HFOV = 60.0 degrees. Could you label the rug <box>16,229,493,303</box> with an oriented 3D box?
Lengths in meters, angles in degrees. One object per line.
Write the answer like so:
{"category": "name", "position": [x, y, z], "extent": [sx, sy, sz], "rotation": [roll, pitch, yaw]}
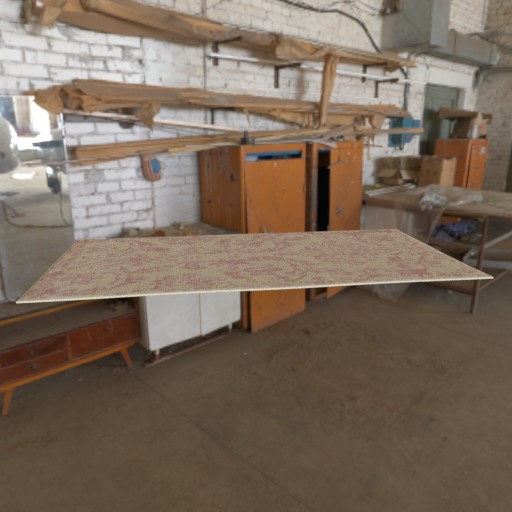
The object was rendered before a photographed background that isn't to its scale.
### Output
{"category": "rug", "position": [0.000, 0.000, 1.403], "extent": [1.219, 0.007, 0.604], "rotation": [-2, 16, -8]}
